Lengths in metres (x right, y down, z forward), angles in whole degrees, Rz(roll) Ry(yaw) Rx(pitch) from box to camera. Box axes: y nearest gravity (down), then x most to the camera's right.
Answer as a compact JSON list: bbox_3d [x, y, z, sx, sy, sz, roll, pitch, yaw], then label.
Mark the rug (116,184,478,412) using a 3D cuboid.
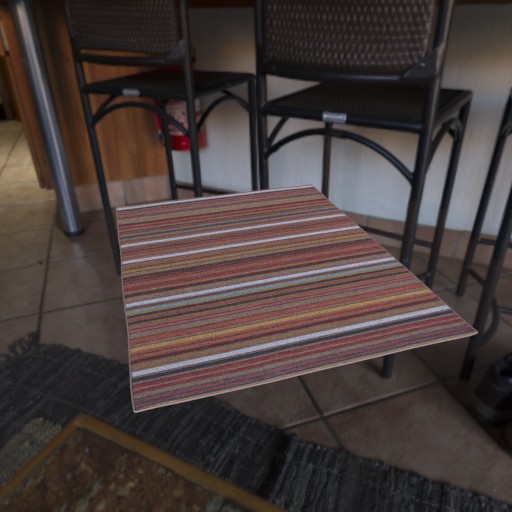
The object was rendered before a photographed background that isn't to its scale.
[{"bbox_3d":[0.000,0.000,4.198,2.479,0.023,3.092,-9,32,-14],"label":"rug"}]
